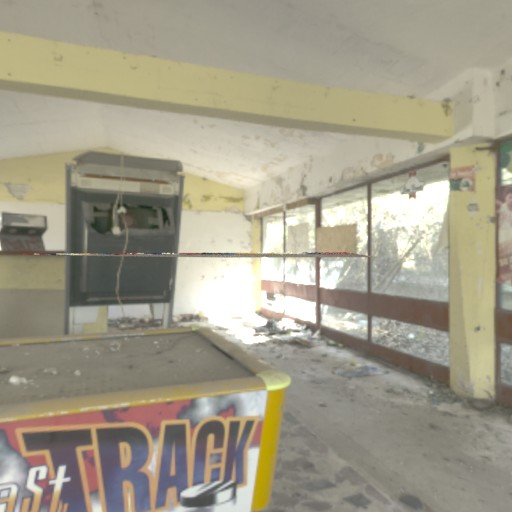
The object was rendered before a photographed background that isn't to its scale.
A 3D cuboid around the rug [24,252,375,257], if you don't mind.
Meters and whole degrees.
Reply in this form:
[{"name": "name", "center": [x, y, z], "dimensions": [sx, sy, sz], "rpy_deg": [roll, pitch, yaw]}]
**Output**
[{"name": "rug", "center": [0.000, 0.000, 2.928], "dimensions": [1.465, 0.012, 2.465], "rpy_deg": [0, -1, 17]}]
